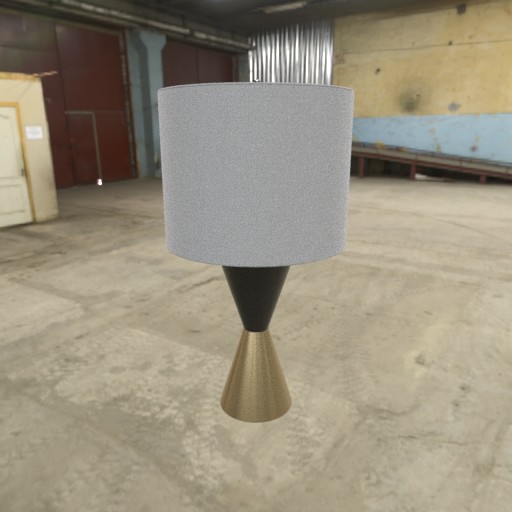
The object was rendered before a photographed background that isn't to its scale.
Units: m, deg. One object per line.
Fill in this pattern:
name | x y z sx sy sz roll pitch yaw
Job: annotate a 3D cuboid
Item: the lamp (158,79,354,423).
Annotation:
lamp | 0.000 0.000 0.771 0.304 0.573 0.304 -8 17 -26
